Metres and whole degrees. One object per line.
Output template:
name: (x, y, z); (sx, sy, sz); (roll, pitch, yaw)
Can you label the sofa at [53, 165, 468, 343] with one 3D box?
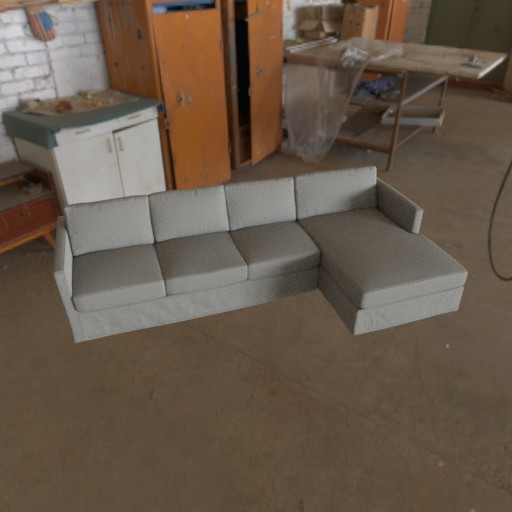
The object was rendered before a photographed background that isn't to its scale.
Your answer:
sofa: (0.000, 0.000, 3.839); (3.177, 0.867, 1.622); (-10, 34, -16)
